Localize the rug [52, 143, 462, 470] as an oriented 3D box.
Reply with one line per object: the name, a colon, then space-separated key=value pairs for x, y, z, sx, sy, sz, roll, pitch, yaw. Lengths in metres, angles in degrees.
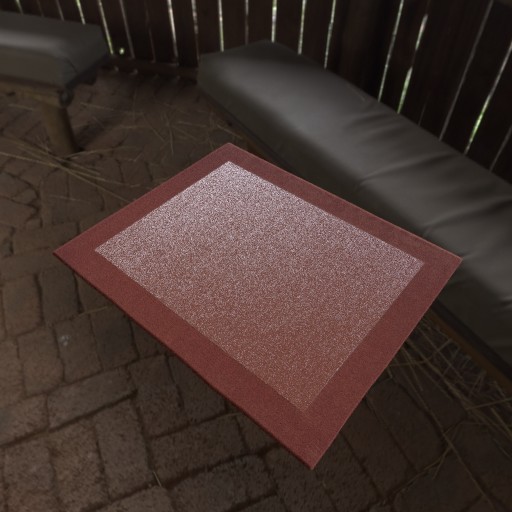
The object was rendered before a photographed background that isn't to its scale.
rug: x=0.000 y=0.000 z=4.125 sx=2.976 sy=0.018 sz=2.430 roll=32 pitch=55 yaw=26
